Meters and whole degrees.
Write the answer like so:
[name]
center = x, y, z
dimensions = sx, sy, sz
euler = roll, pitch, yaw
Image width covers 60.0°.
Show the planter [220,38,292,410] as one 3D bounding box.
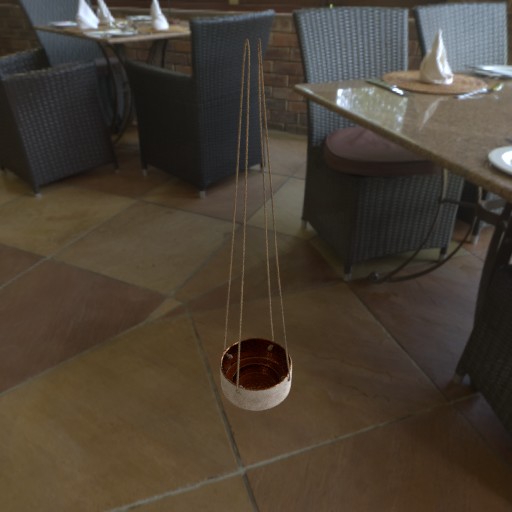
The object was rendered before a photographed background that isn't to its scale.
[planter]
center = 0.000, 0.000, 1.162
dimensions = 0.223, 1.030, 0.223
euler = -9, 34, -14
